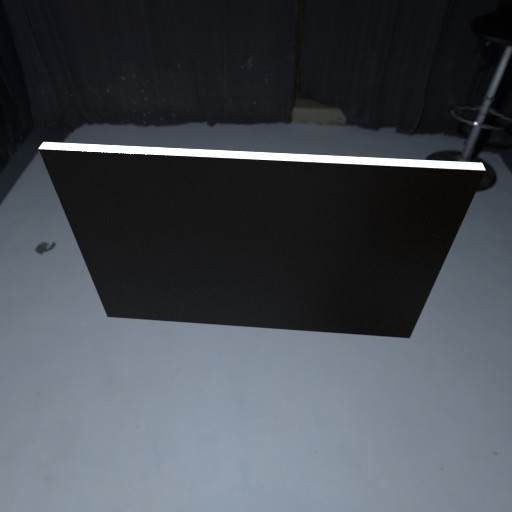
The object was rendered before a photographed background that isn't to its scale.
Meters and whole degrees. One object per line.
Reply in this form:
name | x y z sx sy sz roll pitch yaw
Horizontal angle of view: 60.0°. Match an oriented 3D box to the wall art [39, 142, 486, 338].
wall art | 0.000 0.000 1.151 0.932 0.610 0.027 3 46 3
